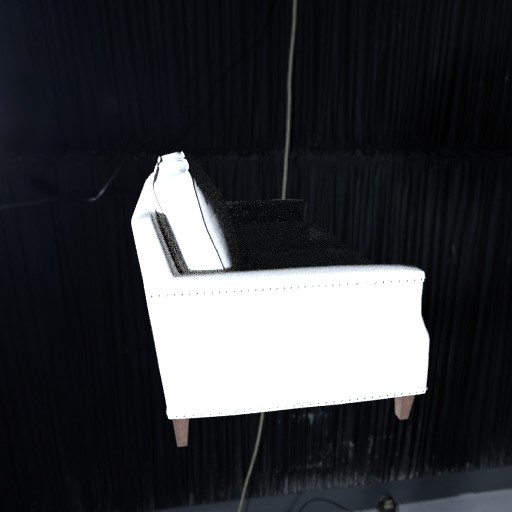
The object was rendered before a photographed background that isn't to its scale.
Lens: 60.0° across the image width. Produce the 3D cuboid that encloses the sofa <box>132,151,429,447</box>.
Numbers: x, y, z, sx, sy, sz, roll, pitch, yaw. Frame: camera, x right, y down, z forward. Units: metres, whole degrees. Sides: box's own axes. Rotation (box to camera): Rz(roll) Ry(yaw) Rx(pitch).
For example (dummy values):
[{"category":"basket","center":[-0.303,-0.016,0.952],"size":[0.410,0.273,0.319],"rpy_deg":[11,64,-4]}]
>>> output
[{"category":"sofa","center":[0.000,0.000,2.266],"size":[1.084,1.003,1.597],"rpy_deg":[-3,17,-10]}]
